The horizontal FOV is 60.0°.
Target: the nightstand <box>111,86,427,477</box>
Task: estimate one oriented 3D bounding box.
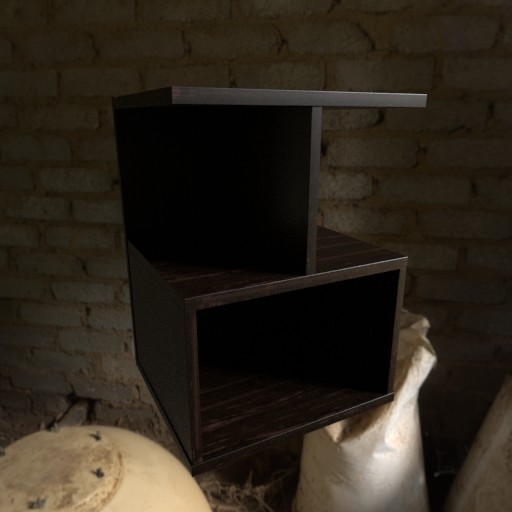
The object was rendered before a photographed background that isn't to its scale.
[{"bbox_3d":[0.000,0.000,0.817,0.400,0.559,0.356,-9,19,-26],"label":"nightstand"}]
